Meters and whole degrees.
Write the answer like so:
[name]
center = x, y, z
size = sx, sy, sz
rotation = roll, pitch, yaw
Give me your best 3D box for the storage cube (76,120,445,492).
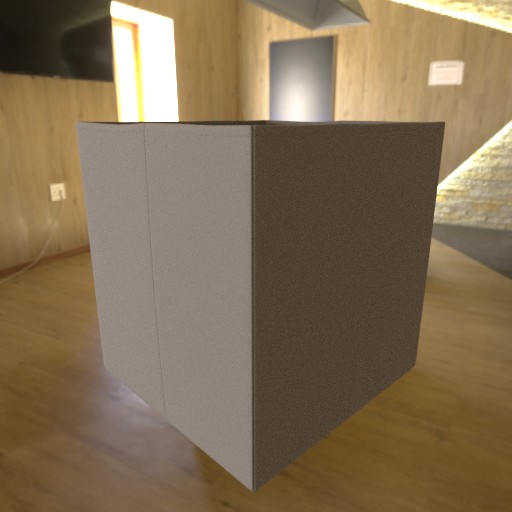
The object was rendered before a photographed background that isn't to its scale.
[storage cube]
center = 0.000, 0.000, 0.482
size = 0.270, 0.280, 0.270
rotation = -16, 24, -42
